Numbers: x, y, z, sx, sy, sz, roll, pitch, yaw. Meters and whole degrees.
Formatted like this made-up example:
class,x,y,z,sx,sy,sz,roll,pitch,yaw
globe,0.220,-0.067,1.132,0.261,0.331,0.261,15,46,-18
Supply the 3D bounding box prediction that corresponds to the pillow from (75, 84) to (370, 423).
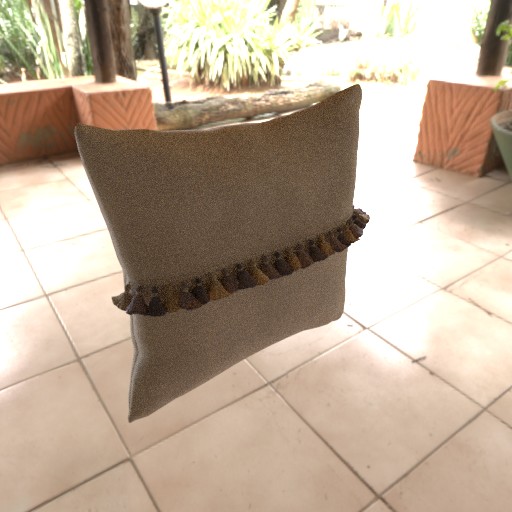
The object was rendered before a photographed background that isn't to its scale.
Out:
class,x,y,z,sx,sy,sz,roll,pitch,yaw
pillow,0.000,0.000,0.716,0.489,0.481,0.165,-20,36,-31
